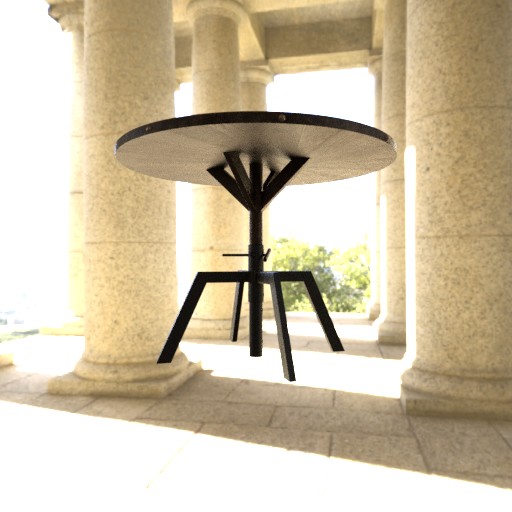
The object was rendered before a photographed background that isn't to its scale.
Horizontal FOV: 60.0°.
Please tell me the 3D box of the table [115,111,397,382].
[{"bbox_3d":[0.000,0.000,1.455,0.885,0.658,0.885,0,-1,0],"label":"table"}]
